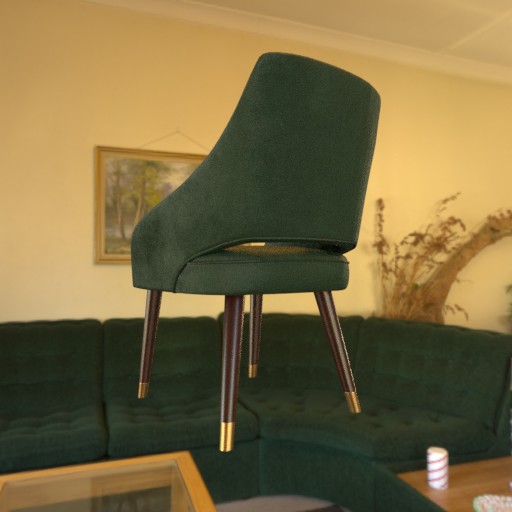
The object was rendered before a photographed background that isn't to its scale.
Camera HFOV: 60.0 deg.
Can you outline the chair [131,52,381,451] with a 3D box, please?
[{"bbox_3d":[0.000,0.000,1.572,0.683,1.081,0.794,1,-2,-37],"label":"chair"}]
